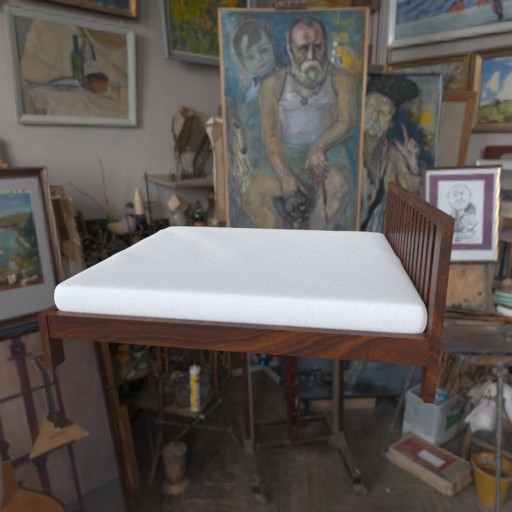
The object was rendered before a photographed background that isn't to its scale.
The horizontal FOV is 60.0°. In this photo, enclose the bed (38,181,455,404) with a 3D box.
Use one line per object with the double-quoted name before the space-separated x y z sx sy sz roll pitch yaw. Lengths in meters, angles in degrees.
"bed" 0.000 0.000 3.067 2.030 0.890 1.905 2 14 9
